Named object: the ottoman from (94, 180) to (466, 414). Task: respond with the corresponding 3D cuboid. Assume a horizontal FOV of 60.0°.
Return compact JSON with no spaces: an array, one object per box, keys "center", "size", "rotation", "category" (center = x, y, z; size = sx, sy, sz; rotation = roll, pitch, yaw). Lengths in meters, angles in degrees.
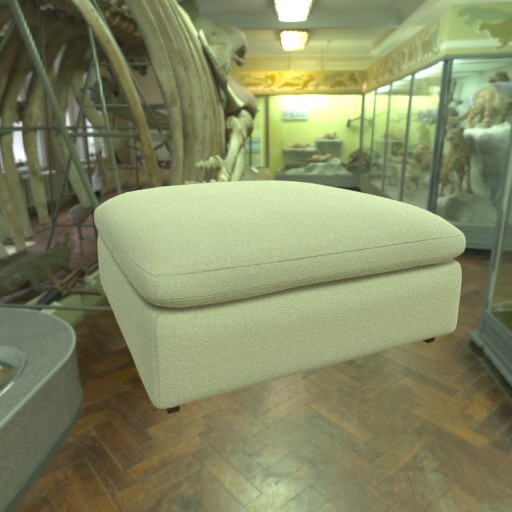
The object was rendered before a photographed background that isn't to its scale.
[{"center":[0.000,0.000,1.547],"size":[0.977,0.467,0.996],"rotation":[-8,18,-25],"category":"ottoman"}]
